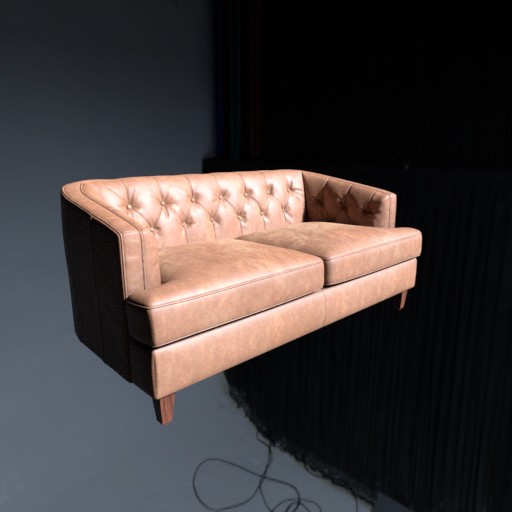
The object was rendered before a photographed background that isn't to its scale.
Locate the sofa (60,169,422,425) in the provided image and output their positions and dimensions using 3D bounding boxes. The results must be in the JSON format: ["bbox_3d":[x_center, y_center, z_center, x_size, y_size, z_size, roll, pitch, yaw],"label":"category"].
[{"bbox_3d":[0.000,0.000,2.239,1.755,0.786,0.914,-13,19,-42],"label":"sofa"}]
